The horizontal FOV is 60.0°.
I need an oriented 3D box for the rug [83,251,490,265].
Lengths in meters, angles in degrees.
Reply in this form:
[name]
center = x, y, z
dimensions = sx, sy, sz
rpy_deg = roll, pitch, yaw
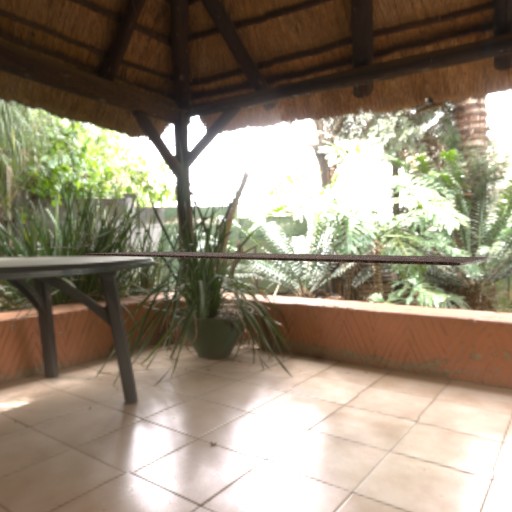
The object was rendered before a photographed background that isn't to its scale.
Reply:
[rug]
center = 0.000, 0.000, 2.539
dimensions = 2.305, 0.013, 0.719
rpy_deg = 1, 2, 35
